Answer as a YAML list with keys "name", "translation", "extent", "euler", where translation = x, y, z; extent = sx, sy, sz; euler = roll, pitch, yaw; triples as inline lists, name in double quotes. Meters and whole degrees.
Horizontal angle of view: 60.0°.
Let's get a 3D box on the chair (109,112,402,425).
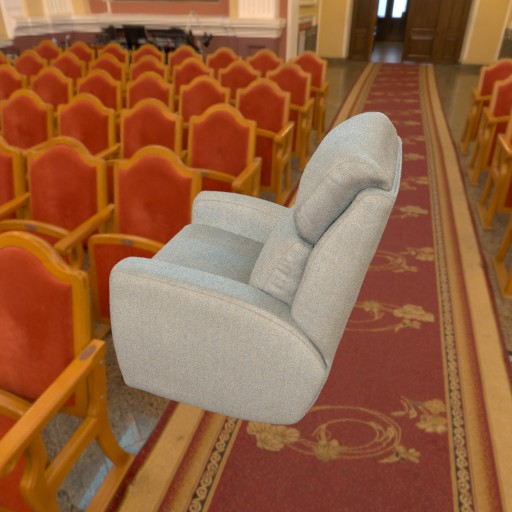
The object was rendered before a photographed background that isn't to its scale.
- name: "chair"
  translation: [0.000, 0.000, 1.686]
  extent: [0.940, 1.016, 0.794]
  euler: [9, 31, 15]
